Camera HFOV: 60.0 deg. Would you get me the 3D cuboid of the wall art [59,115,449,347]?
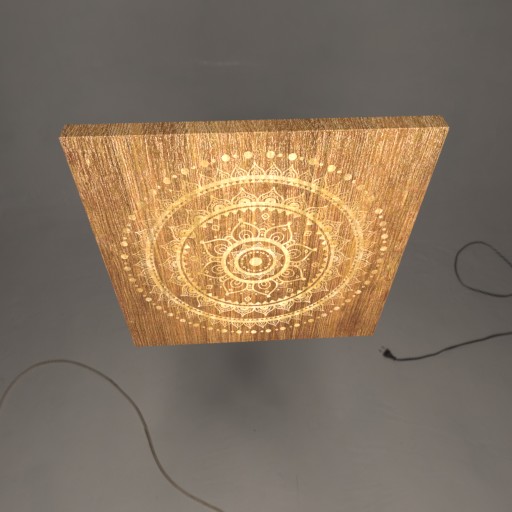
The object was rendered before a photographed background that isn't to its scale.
[{"bbox_3d":[0.000,0.000,0.920,0.611,0.608,0.042,-3,47,-2],"label":"wall art"}]
